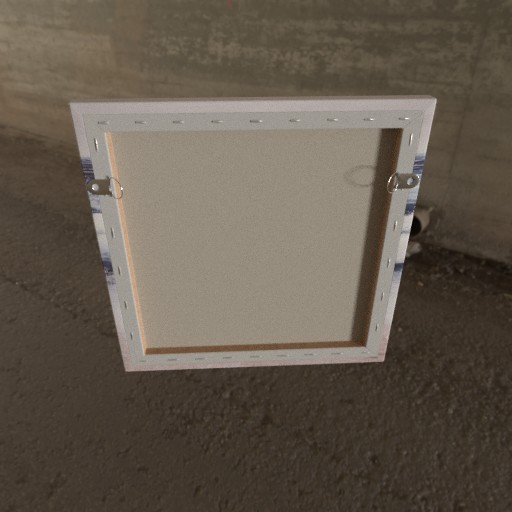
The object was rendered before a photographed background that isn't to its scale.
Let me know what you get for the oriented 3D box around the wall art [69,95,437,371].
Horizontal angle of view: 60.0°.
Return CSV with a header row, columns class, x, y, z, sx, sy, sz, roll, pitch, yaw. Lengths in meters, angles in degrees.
class,x,y,z,sx,sy,sz,roll,pitch,yaw
wall art,0.000,0.000,1.101,0.755,0.747,0.065,-2,31,-3
